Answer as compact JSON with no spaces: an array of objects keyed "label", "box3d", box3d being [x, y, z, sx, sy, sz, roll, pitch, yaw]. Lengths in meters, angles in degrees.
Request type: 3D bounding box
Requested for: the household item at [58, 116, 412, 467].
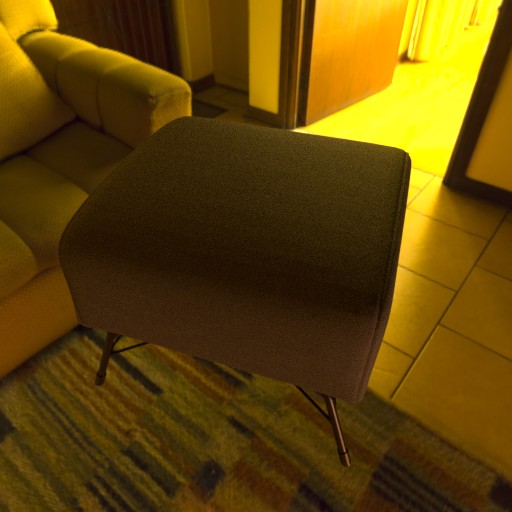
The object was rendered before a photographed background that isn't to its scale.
[{"label":"household item","box3d":[0.000,0.000,0.897,0.530,0.410,0.530,13,44,14]}]
